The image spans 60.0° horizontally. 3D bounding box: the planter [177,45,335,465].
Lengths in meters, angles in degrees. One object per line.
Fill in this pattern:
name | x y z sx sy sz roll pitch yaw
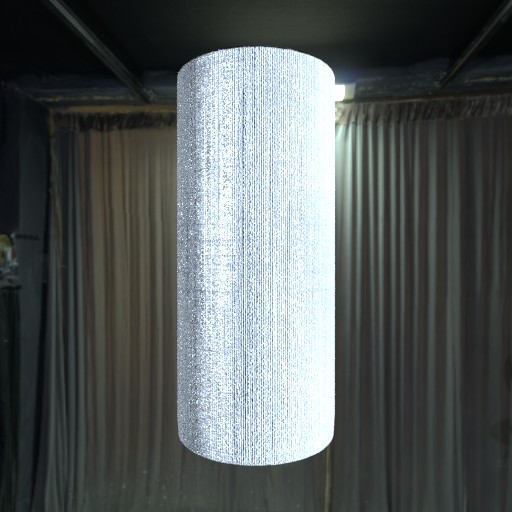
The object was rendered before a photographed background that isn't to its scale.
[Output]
planter | 0.000 0.000 0.130 0.045 0.103 0.045 0 0 1
